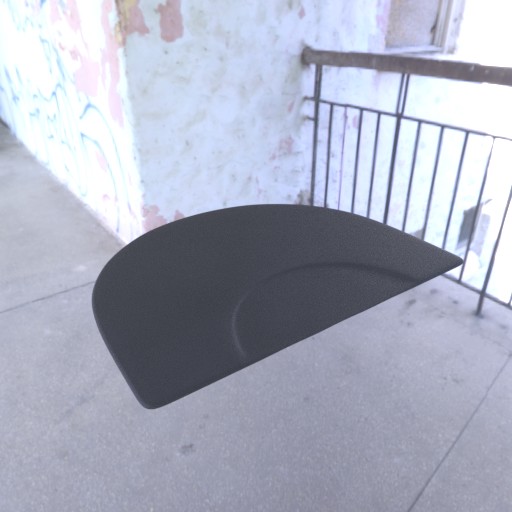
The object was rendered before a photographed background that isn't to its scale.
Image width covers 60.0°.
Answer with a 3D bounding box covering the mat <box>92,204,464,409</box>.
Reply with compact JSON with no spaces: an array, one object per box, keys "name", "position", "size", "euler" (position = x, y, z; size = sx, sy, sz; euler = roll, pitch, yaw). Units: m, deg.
[{"name":"mat","position":[0.000,0.000,1.618],"size":[1.220,0.016,0.917],"euler":[-18,34,-29]}]
